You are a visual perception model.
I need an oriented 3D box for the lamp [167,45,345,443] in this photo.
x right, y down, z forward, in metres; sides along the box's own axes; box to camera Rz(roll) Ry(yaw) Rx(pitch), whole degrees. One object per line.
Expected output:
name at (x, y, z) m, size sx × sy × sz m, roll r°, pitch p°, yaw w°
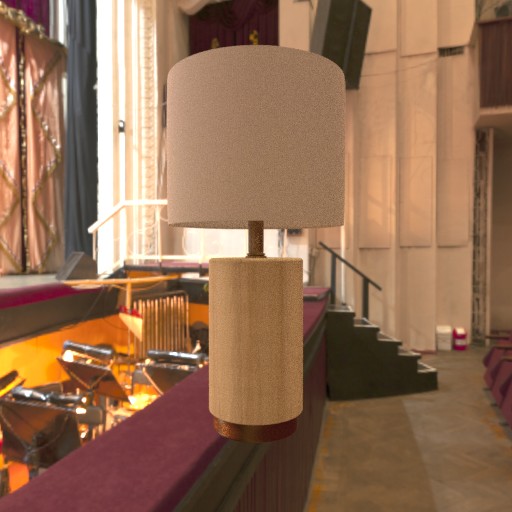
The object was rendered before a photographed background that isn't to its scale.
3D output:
lamp at (0.000, 0.000, 0.579) m, size 0.228 × 0.444 × 0.228 m, roll 0°, pitch 1°, yaw 19°
